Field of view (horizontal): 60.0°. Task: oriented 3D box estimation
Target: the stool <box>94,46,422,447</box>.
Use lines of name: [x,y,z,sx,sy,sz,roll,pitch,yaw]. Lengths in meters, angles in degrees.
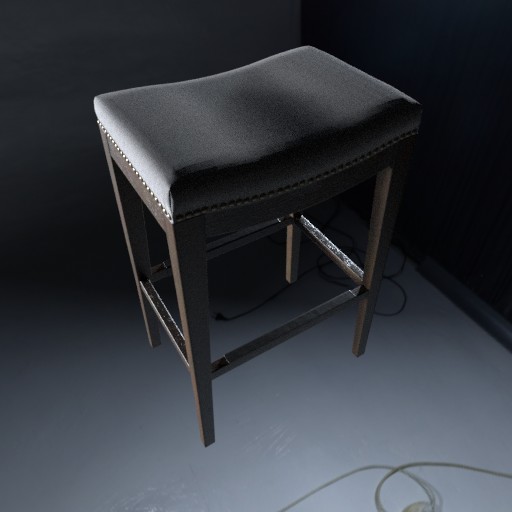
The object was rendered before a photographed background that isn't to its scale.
stool: [0.000,0.000,1.015,0.508,0.762,0.356,-23,49,-22]
